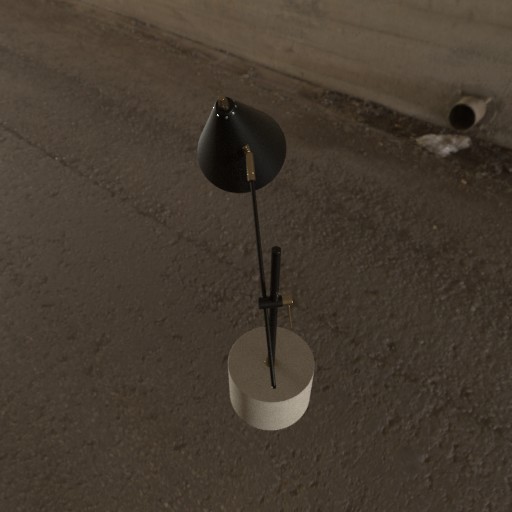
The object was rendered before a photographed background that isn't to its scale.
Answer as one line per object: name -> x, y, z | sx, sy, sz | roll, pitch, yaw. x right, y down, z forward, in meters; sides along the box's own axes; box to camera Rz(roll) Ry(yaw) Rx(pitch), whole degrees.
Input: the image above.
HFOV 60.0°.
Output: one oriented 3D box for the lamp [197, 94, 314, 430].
lamp -> 0.000, 0.000, 0.738 | 0.214, 0.518, 0.403 | 2, 46, 2
